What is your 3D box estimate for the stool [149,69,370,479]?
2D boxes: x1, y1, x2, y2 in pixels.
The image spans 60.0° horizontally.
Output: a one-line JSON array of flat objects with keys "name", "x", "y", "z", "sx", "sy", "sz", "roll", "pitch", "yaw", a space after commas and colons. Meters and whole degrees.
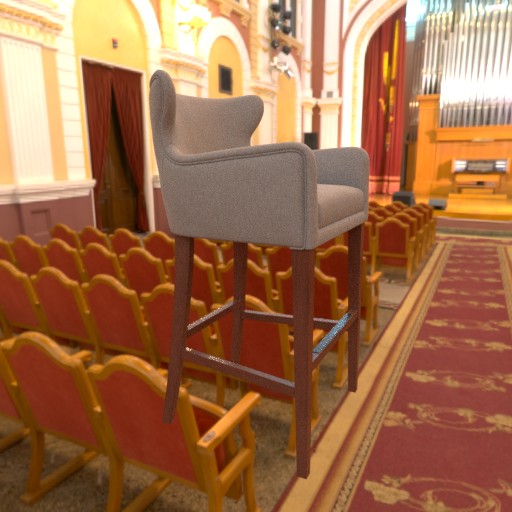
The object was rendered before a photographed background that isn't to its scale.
[{"name": "stool", "x": 0.000, "y": 0.000, "z": 1.407, "sx": 0.575, "sy": 1.047, "sz": 0.575, "roll": 6, "pitch": 14, "yaw": 26}]
